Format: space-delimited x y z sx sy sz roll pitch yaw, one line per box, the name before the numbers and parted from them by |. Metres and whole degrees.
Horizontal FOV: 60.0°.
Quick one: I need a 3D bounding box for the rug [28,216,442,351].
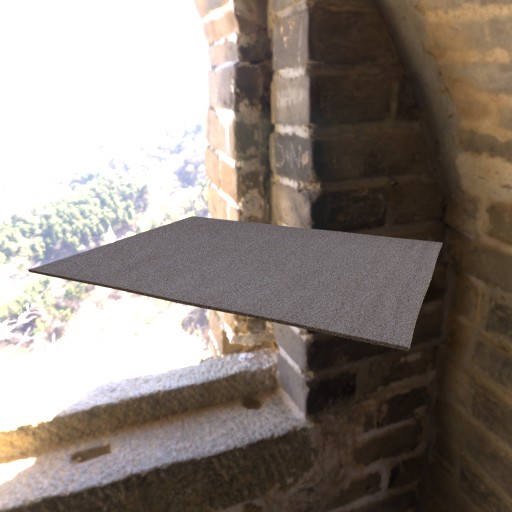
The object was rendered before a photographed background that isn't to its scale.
rug | 0.000 0.000 4.050 3.000 0.026 2.400 8 19 25
